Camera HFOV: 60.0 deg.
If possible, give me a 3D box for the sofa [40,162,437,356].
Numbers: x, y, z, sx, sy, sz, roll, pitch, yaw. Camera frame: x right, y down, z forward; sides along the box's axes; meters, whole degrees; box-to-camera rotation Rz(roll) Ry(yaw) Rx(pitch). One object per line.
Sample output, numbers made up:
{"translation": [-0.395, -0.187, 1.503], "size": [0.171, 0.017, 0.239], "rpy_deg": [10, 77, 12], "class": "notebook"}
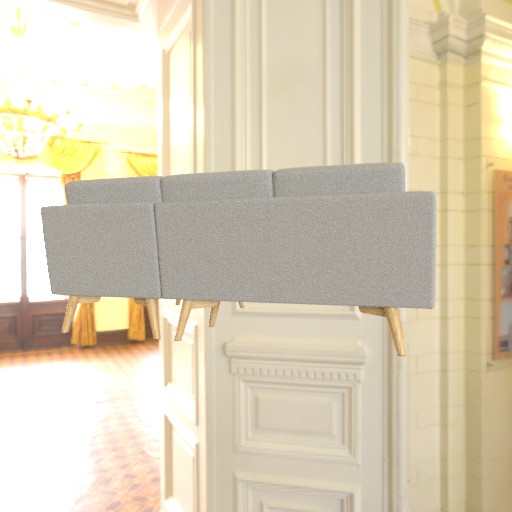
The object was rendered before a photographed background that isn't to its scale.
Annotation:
{"translation": [0.000, 0.000, 2.844], "size": [2.040, 0.860, 1.530], "rpy_deg": [0, 1, 17], "class": "sofa"}
